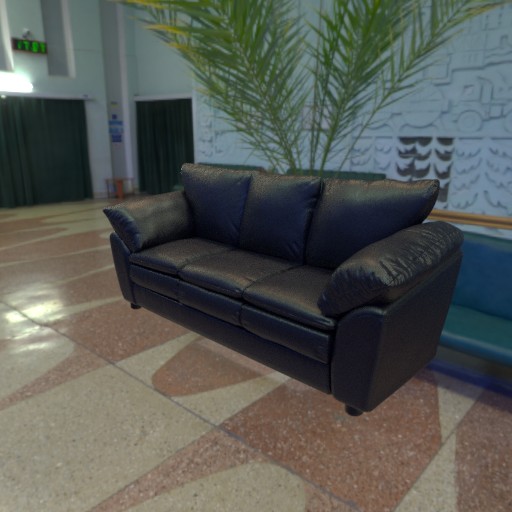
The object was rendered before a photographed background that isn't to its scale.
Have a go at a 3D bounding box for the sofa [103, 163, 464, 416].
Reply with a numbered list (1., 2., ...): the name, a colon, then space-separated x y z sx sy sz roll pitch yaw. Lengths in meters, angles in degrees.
1. sofa: 0.000 0.000 2.853 2.336 1.073 0.880 14 21 42
